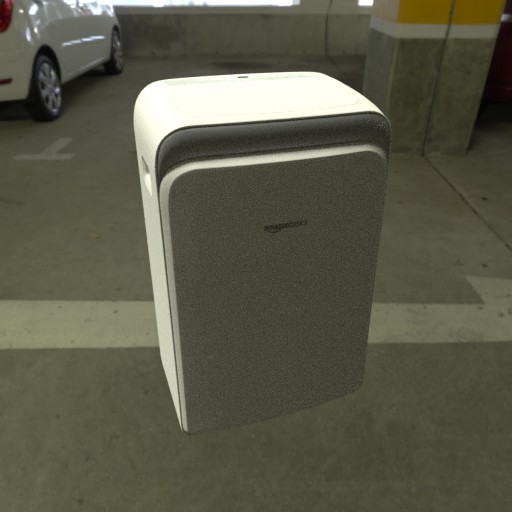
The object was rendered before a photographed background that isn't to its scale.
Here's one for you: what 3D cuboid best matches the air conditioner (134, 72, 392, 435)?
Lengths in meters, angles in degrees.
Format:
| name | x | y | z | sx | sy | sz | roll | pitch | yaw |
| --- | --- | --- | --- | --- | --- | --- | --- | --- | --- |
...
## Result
| name | x | y | z | sx | sy | sz | roll | pitch | yaw |
| --- | --- | --- | --- | --- | --- | --- | --- | --- | --- |
| air conditioner | 0.000 | 0.000 | 0.957 | 0.454 | 0.700 | 0.365 | -9 | 33 | -15 |
